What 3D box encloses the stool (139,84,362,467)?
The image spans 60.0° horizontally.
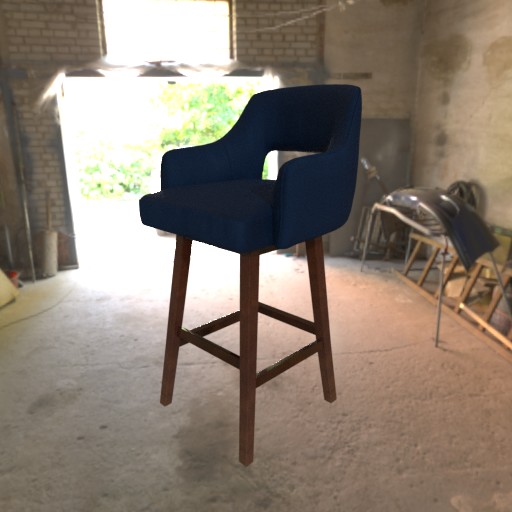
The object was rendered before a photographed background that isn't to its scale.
[{"bbox_3d":[0.000,0.000,1.406,0.550,1.041,0.560,16,23,42],"label":"stool"}]
